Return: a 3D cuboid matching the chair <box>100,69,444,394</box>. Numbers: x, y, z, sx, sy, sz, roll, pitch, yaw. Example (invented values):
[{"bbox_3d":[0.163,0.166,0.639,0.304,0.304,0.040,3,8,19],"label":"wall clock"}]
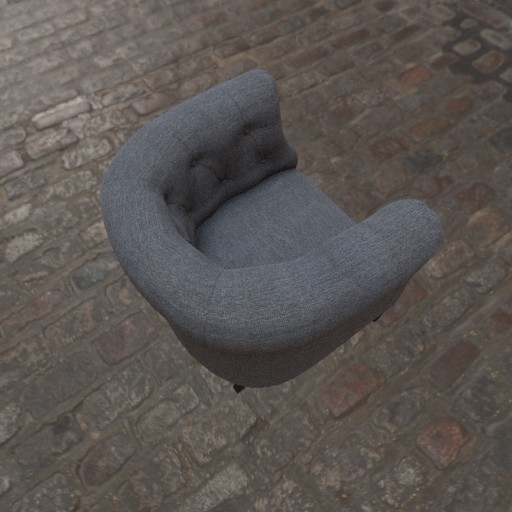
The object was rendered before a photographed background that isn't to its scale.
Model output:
[{"bbox_3d":[0.000,0.000,1.572,0.852,0.827,0.905,-32,63,-18],"label":"chair"}]
